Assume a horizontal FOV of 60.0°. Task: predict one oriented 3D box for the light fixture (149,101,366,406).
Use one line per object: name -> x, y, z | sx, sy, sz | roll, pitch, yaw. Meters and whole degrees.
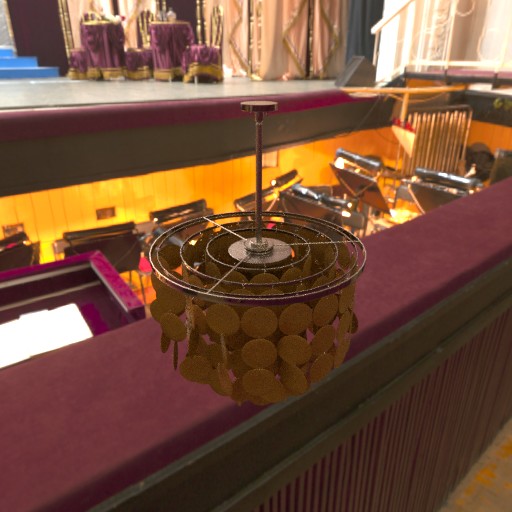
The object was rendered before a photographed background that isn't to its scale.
light fixture -> 0.000, 0.000, 0.749 | 0.368, 0.492, 0.368 | 0, 25, 0
